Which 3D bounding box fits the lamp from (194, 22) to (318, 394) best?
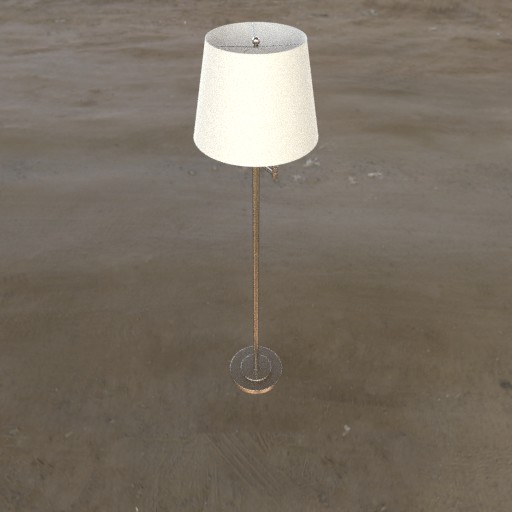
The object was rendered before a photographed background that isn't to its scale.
[{"bbox_3d":[0.000,0.000,1.593,0.355,1.473,0.355,0,43,0],"label":"lamp"}]
